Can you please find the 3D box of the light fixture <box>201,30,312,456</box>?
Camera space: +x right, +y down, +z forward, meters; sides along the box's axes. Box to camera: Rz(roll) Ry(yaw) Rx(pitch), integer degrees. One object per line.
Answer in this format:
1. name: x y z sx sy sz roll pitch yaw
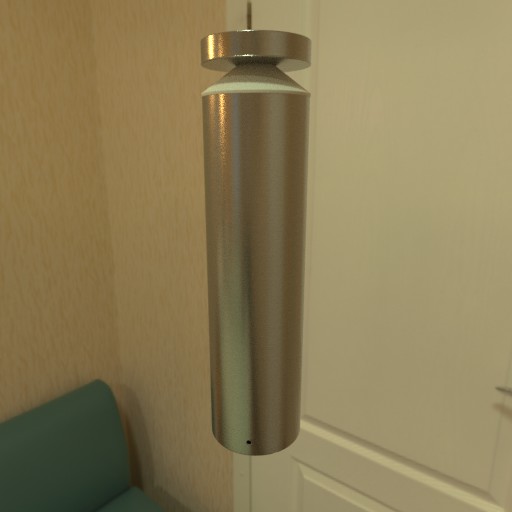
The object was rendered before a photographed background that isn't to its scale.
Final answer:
1. light fixture: 0.000 0.000 0.453 0.102 0.400 0.102 2 15 8
